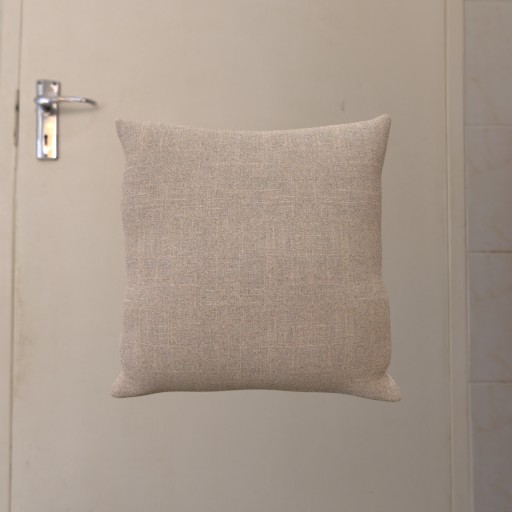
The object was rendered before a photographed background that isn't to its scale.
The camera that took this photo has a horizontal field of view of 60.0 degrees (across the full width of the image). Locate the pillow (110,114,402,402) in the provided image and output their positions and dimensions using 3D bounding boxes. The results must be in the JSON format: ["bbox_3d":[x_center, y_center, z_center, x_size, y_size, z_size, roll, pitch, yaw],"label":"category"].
[{"bbox_3d":[0.000,0.000,0.683,0.439,0.440,0.182,0,-2,0],"label":"pillow"}]
